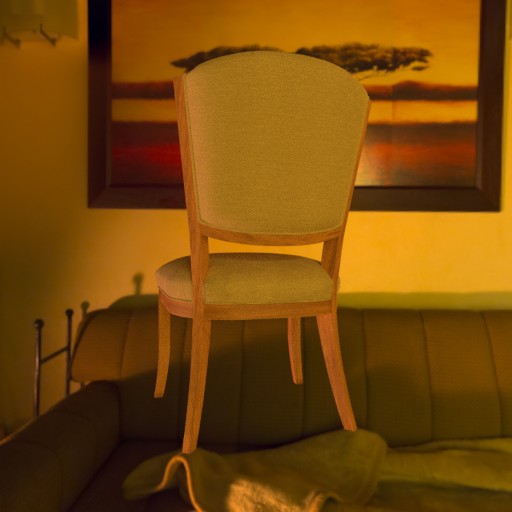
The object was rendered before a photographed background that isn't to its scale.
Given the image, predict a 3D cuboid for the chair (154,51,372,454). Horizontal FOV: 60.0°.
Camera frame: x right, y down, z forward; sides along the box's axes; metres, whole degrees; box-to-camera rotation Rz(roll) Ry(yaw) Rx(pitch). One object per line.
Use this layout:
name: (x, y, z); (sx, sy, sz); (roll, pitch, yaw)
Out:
chair: (0.000, 0.000, 1.242); (0.513, 0.905, 0.584); (0, 0, -18)
